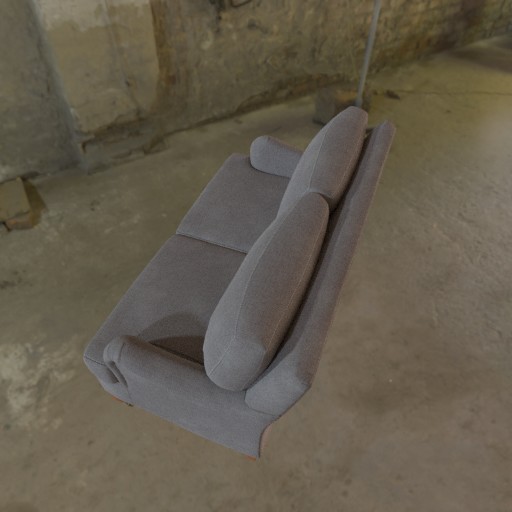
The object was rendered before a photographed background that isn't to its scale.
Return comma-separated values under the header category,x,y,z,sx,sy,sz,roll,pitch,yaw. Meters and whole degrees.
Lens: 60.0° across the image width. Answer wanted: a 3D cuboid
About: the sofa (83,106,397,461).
category,x,y,z,sx,sy,sz,roll,pitch,yaw
sofa,0.000,0.000,2.480,1.084,1.101,1.853,16,49,14
